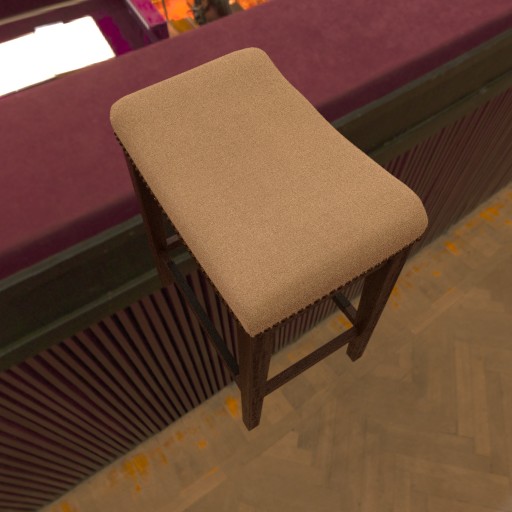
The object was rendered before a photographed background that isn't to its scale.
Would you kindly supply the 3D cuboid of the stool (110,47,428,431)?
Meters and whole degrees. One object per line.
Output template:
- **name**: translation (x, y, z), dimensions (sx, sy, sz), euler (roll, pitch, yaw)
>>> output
- **stool**: translation (0.000, 0.000, 0.988), dimensions (0.363, 0.669, 0.509), euler (-28, 63, -16)
